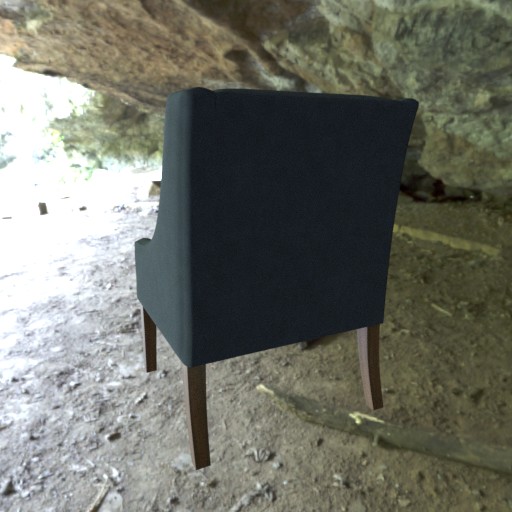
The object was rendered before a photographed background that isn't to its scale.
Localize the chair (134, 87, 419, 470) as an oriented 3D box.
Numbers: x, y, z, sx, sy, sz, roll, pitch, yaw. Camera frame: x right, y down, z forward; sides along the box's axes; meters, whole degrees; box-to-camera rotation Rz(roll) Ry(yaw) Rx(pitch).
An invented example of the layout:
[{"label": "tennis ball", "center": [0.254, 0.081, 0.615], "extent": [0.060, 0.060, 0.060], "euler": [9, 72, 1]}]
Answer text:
[{"label": "chair", "center": [0.000, 0.000, 1.347], "extent": [0.629, 0.895, 0.629], "euler": [-7, 16, -25]}]
